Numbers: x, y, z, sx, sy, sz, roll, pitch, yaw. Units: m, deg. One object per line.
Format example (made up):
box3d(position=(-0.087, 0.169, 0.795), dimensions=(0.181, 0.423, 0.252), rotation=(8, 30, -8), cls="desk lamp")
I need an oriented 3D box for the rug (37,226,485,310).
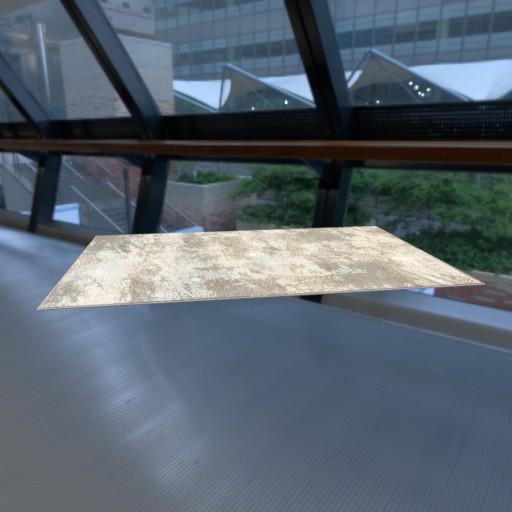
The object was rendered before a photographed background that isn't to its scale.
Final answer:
box3d(position=(0.000, 0.000, 3.097), dimensions=(2.431, 0.012, 1.536), rotation=(-2, 17, -8), cls="rug")
